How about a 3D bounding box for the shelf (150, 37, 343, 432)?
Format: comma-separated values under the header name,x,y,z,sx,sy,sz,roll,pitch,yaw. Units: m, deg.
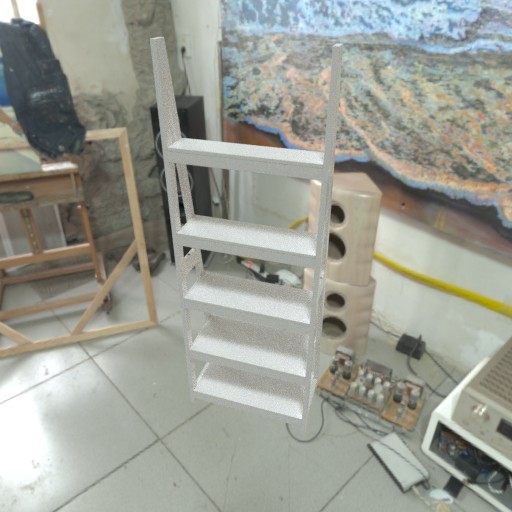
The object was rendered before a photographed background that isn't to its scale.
name,x,y,z,sx,sy,sz,roll,pitch,yaw
shelf,0.000,0.000,1.997,0.636,1.779,0.341,10,33,15
